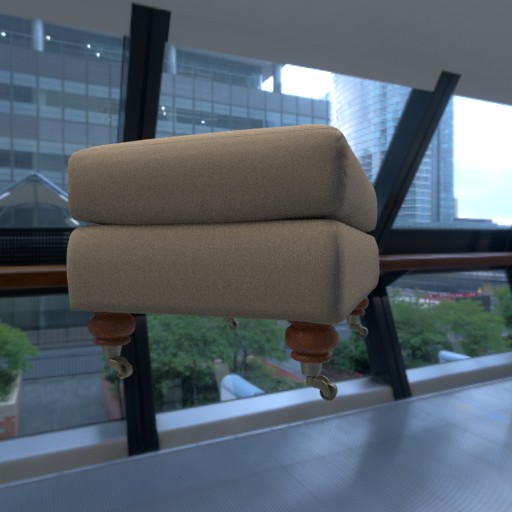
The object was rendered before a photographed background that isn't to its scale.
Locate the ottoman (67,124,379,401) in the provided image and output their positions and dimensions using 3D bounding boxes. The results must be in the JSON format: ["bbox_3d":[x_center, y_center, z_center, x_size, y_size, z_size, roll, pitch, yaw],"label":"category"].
[{"bbox_3d":[0.000,0.000,1.144,0.574,0.497,0.773,0,0,19],"label":"ottoman"}]
